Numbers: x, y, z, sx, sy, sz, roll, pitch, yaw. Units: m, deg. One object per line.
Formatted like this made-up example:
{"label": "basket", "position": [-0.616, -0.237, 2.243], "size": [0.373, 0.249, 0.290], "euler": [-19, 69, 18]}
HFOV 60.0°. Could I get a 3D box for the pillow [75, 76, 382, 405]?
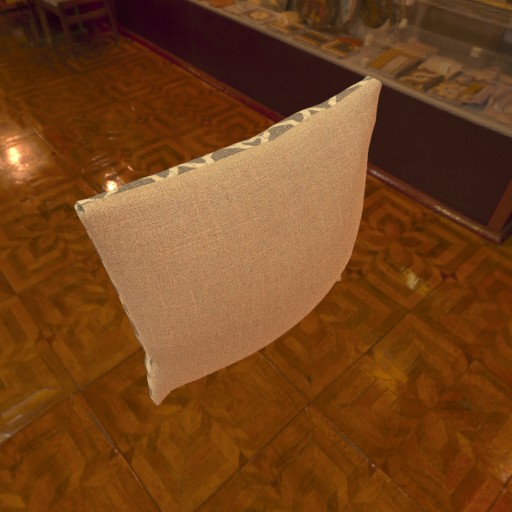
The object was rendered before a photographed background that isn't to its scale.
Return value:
{"label": "pillow", "position": [0.000, 0.000, 0.775], "size": [0.508, 0.498, 0.215], "euler": [-31, 54, -26]}
